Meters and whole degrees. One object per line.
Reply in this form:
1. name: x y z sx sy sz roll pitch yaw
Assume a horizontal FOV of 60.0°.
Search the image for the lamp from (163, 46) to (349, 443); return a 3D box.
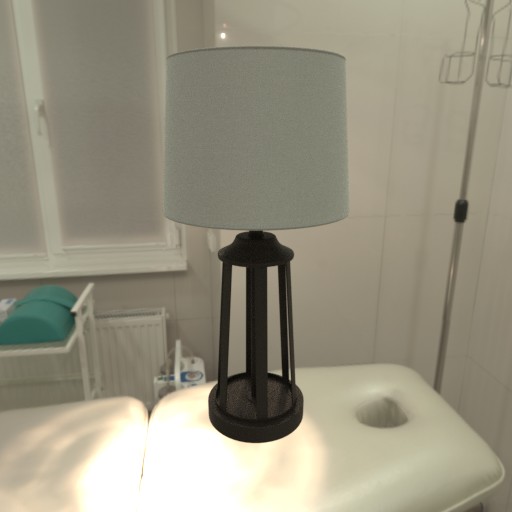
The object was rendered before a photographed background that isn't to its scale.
1. lamp: 0.000 0.000 0.626 0.251 0.509 0.251 0 17 0
